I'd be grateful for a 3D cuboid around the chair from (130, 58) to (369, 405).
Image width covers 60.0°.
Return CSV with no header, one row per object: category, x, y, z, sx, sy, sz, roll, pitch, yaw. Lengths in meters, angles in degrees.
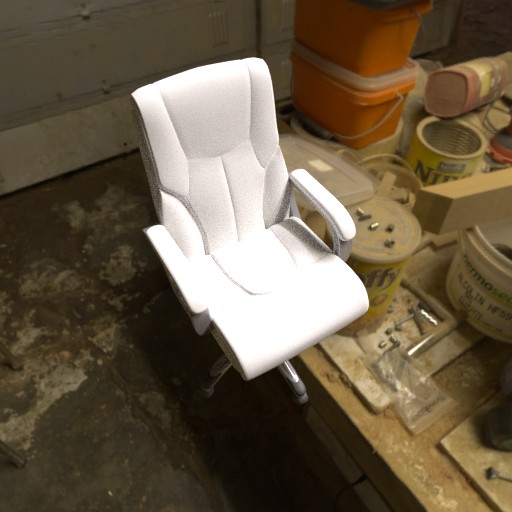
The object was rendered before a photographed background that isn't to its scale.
chair,0.000,0.000,1.611,0.687,1.120,0.738,-25,52,-21
